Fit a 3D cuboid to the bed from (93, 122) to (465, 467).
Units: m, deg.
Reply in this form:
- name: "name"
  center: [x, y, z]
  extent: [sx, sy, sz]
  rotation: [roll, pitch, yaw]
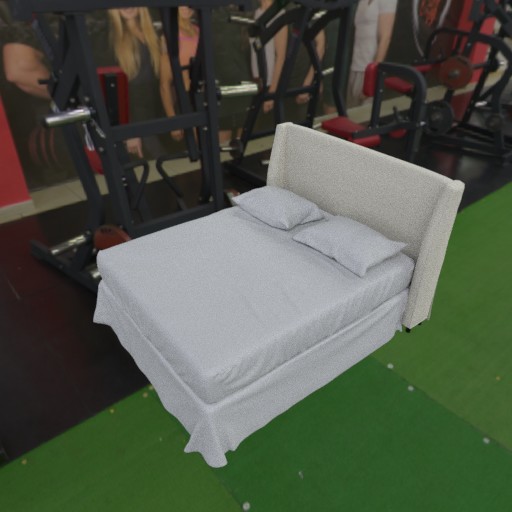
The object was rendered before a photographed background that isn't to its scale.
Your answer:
- name: "bed"
  center: [0.000, 0.000, 3.503]
  extent: [2.276, 1.332, 1.925]
  rotation: [-23, 39, -31]
